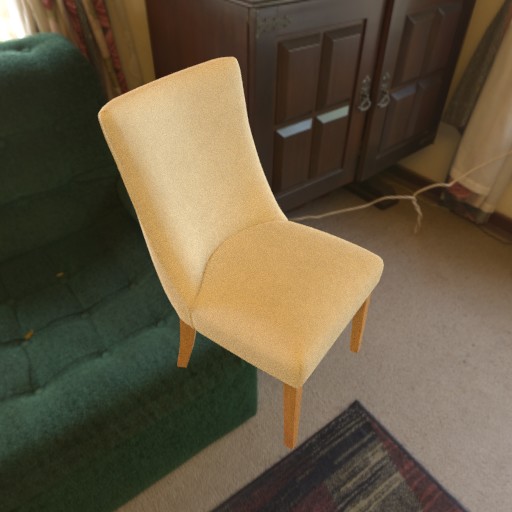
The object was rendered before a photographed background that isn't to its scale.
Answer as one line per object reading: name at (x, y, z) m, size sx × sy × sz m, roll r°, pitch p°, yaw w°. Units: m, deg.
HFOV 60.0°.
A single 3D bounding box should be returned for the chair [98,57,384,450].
chair at (0.000, 0.000, 1.271) m, size 0.610 × 0.902 × 0.495 m, roll 25°, pitch 47°, yaw 26°
